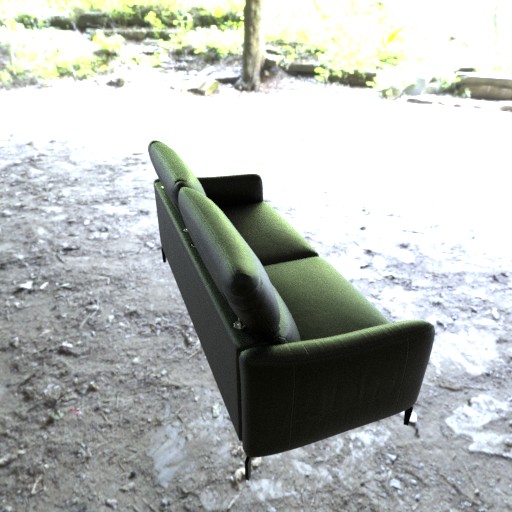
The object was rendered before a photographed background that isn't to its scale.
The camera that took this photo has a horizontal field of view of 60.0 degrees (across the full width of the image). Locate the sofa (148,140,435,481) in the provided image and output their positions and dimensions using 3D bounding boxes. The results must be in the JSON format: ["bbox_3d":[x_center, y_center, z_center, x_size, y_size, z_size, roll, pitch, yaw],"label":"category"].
[{"bbox_3d":[0.000,0.000,2.501,0.856,0.957,2.069,-10,31,-18],"label":"sofa"}]
